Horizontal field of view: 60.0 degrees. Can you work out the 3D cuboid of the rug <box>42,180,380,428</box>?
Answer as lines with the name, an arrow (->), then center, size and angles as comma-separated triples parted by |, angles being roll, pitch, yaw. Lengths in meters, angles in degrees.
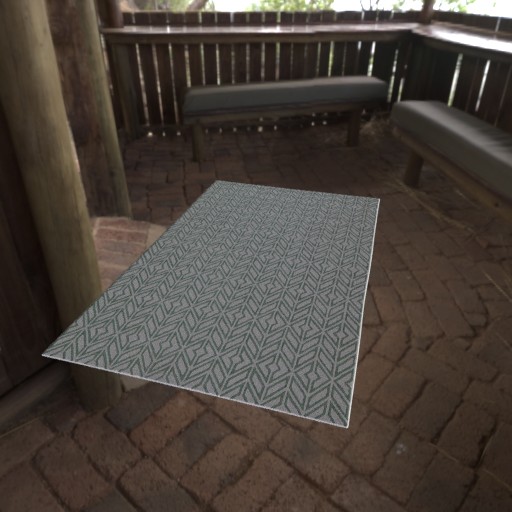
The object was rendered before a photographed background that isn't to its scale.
rug -> 0.000, 0.000, 3.026 | 1.517, 0.011, 2.435 | 9, 32, 14
